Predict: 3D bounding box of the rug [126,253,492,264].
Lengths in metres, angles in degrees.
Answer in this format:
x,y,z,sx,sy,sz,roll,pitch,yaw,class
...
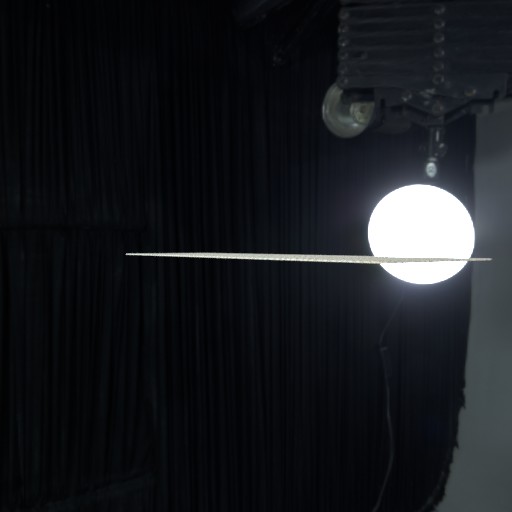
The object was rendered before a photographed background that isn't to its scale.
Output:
x,y,z,sx,sy,sz,roll,pitch,yaw,class
0.000,0.000,2.488,0.676,0.008,2.277,-1,1,-36,rug
